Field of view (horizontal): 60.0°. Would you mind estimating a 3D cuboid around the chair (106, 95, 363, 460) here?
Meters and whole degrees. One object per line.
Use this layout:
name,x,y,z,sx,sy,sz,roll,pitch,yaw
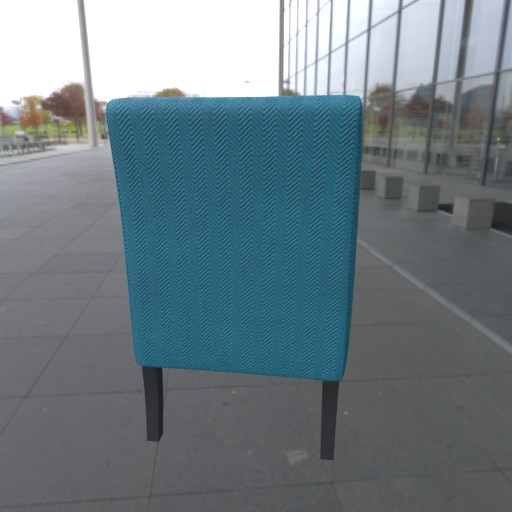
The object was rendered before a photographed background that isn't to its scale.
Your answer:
chair,0.000,0.000,1.431,0.579,0.927,0.808,2,16,8
